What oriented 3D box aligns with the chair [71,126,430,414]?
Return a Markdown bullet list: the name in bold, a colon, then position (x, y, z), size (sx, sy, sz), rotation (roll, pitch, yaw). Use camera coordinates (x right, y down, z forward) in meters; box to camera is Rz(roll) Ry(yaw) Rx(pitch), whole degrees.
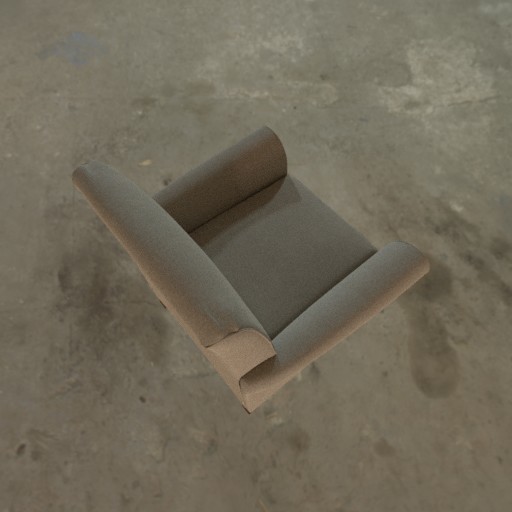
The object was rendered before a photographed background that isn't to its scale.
- **chair**: position (0.000, 0.000, 1.755), size (0.905, 1.061, 0.978), rotation (-35, 64, -20)
